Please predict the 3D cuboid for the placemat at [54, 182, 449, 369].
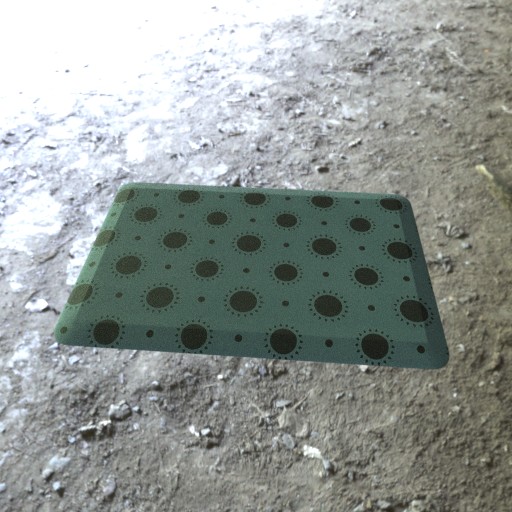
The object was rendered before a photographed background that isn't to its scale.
[{"bbox_3d":[0.000,0.000,0.997,0.762,0.021,0.508,3,47,3],"label":"placemat"}]
